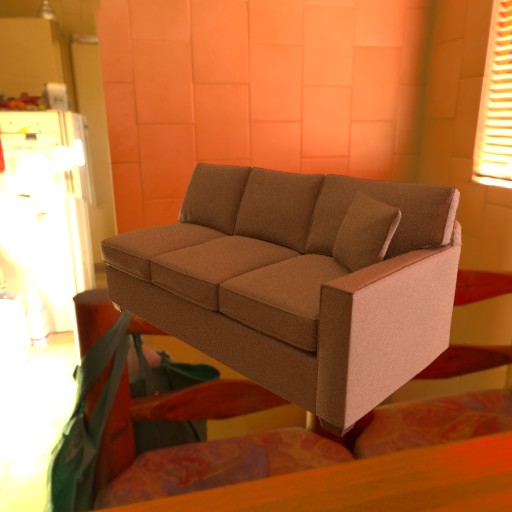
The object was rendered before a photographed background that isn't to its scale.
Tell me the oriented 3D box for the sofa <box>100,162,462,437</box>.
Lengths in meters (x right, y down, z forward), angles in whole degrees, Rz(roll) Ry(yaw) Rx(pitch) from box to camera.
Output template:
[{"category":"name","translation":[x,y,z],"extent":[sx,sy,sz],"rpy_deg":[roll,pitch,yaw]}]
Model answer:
[{"category":"sofa","translation":[0.000,0.000,2.604],"extent":[1.034,0.946,1.963],"rpy_deg":[-16,22,-42]}]
